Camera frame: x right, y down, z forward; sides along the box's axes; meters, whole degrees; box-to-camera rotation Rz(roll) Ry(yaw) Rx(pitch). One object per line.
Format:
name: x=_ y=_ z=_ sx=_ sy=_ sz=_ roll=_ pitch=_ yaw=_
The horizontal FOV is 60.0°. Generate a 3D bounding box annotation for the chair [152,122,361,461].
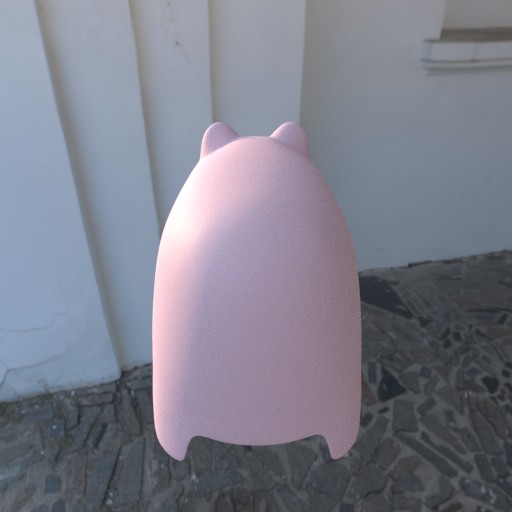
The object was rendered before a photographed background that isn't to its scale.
chair: x=0.000 y=0.000 z=0.831 sx=0.364 sy=0.423 sz=0.619 roll=0 pitch=31 yaw=-1
